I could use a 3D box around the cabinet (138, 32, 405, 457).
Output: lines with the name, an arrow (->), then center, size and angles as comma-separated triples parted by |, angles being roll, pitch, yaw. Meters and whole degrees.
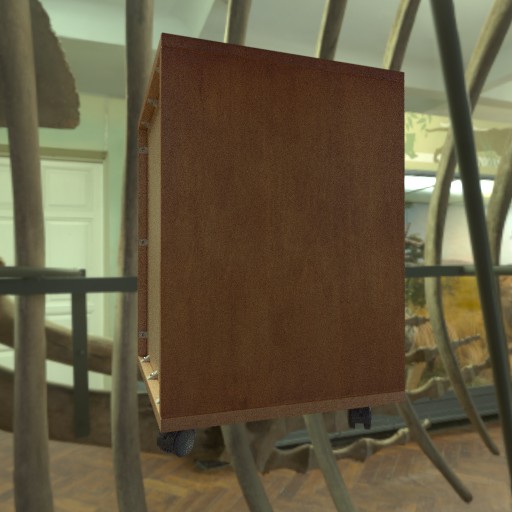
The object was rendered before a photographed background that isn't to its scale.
cabinet -> 0.000, 0.000, 0.833 | 0.401, 0.579, 0.409 | 0, 0, -19
